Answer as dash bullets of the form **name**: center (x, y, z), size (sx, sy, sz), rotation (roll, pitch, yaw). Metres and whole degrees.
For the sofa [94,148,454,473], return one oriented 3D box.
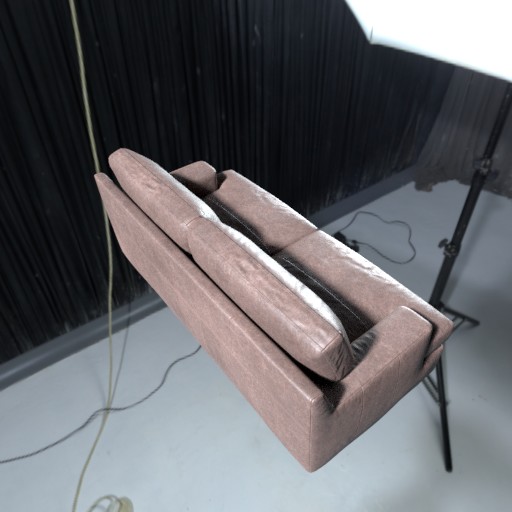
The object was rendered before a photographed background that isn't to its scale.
- **sofa**: center (0.000, 0.000, 2.803), size (1.143, 0.941, 2.261), rotation (-26, 47, -28)
